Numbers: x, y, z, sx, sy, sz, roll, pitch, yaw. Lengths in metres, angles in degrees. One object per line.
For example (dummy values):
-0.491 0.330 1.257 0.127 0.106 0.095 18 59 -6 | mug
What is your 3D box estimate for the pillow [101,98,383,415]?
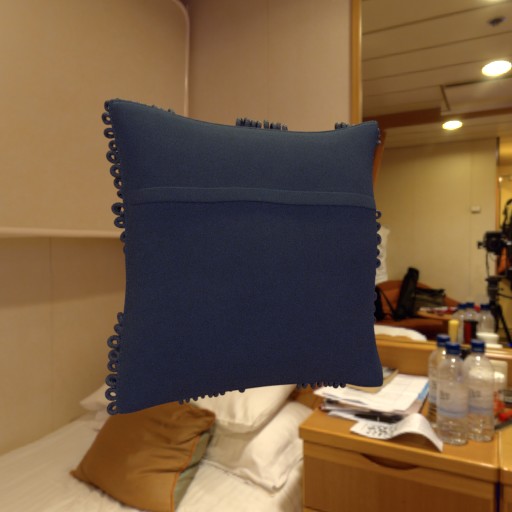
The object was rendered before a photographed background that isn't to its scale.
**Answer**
0.000 0.000 0.718 0.469 0.466 0.172 0 2 -18 | pillow
